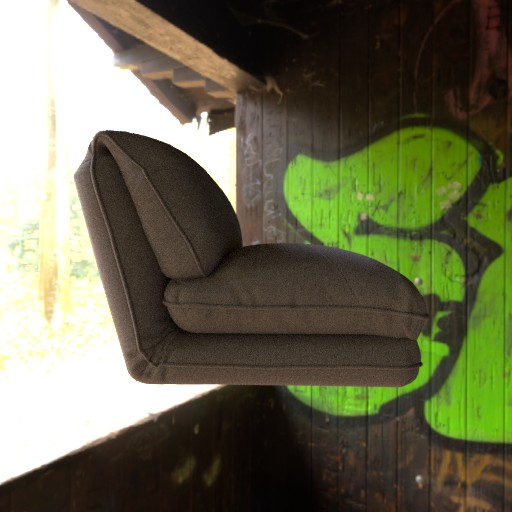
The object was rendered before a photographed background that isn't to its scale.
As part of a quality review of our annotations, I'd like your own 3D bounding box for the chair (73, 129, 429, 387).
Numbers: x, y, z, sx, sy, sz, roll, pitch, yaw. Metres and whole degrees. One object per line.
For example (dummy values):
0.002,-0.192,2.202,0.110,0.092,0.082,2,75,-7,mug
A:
0.000,0.000,1.333,0.780,0.580,0.820,0,0,2,chair
